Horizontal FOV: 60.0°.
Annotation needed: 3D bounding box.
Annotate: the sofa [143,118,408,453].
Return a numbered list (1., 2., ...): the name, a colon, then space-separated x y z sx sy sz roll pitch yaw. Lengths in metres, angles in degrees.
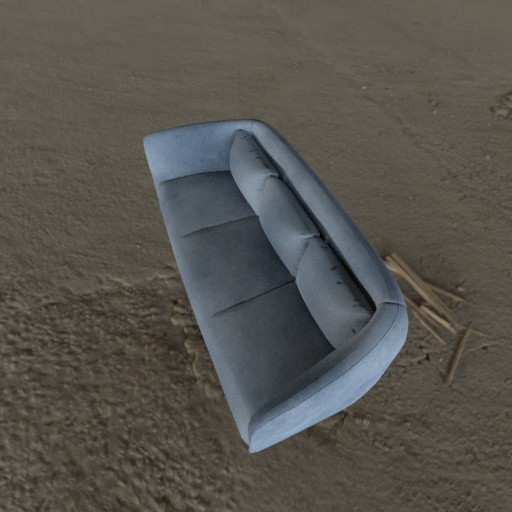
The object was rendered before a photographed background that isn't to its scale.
1. sofa: 0.000 0.000 2.527 0.849 0.795 2.095 -15 48 -14
